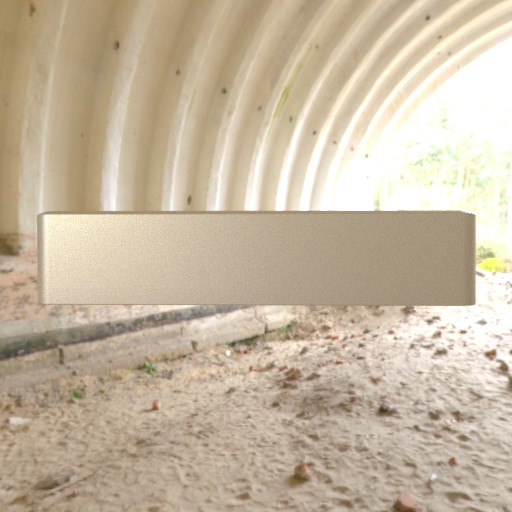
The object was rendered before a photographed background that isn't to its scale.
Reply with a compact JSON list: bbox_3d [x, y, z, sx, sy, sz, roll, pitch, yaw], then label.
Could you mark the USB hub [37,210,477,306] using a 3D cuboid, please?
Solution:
[{"bbox_3d":[0.000,0.000,0.129,0.110,0.023,0.044,0,1,1],"label":"USB hub"}]
